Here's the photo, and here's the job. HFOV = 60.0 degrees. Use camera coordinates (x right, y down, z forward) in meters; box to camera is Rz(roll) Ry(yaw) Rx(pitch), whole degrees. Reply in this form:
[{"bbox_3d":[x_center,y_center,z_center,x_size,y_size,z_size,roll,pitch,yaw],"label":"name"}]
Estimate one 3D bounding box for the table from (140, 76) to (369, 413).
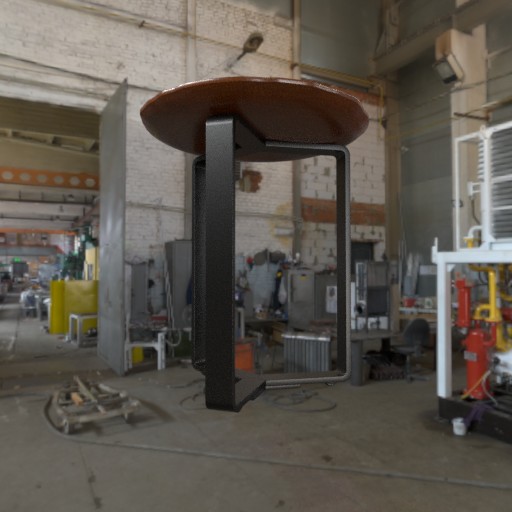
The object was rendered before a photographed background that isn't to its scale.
[{"bbox_3d":[0.000,0.000,0.764,0.380,0.450,0.410,0,-1,18],"label":"table"}]
